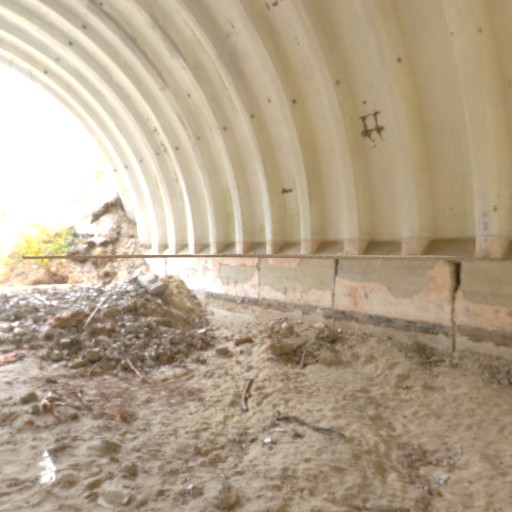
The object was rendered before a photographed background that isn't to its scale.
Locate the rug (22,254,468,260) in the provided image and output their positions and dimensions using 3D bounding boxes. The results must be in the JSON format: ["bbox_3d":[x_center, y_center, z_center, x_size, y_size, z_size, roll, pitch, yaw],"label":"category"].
[{"bbox_3d":[0.000,0.000,2.940,2.346,0.029,1.574,0,0,17],"label":"rug"}]
